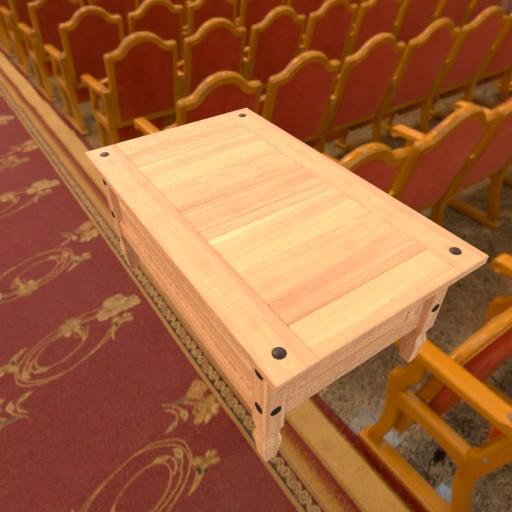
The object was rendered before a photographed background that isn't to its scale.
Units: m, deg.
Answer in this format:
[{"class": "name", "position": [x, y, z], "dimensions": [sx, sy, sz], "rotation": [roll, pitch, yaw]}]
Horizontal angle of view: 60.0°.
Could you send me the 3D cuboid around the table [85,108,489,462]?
[{"class": "table", "position": [0.000, 0.000, 1.330], "dimensions": [0.600, 0.437, 1.000], "rotation": [-24, 47, -25]}]
